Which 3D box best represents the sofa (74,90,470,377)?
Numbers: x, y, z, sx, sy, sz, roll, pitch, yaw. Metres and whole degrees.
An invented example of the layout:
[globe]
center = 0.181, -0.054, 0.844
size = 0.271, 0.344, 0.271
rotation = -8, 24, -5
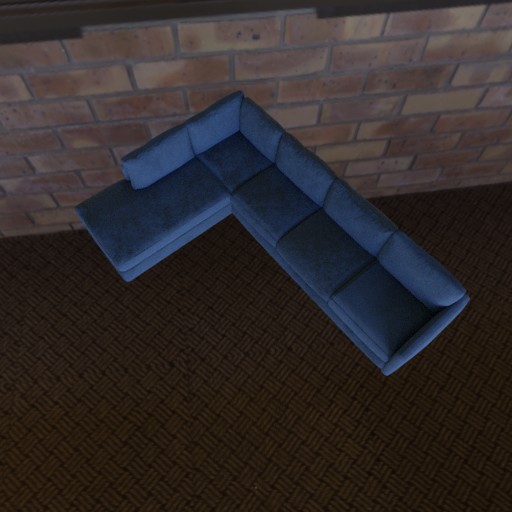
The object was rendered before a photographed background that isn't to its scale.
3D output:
[sofa]
center = 0.000, 0.000, 3.872
size = 2.007, 0.815, 2.949
rotation = -36, 68, -17
